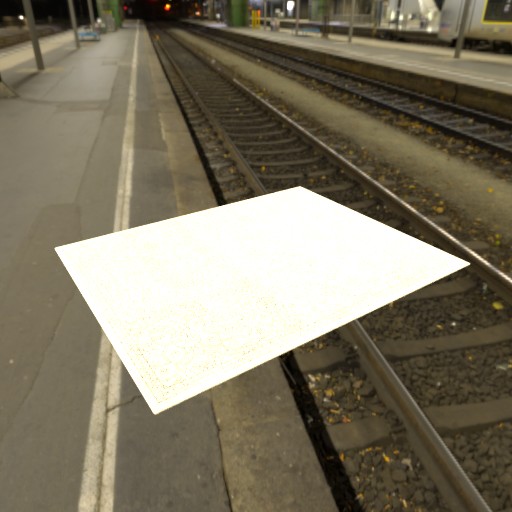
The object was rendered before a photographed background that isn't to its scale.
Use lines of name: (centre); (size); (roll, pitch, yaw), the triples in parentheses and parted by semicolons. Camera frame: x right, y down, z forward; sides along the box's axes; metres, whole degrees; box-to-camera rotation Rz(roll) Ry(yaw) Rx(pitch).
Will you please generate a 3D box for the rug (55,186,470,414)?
rug: (0.000, 0.000, 4.153); (3.050, 0.015, 2.441); (-18, 34, -29)
